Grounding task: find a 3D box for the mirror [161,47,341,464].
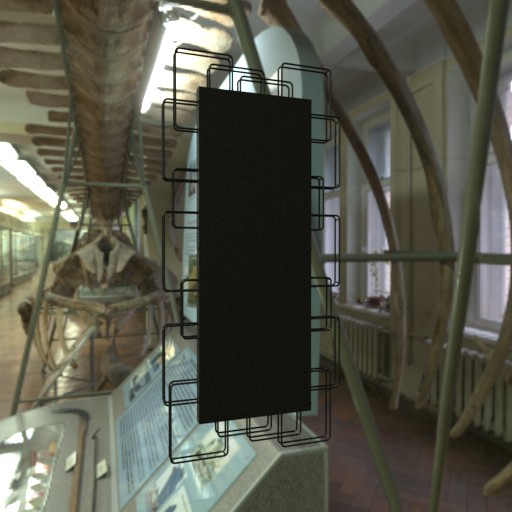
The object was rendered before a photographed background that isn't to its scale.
[{"bbox_3d":[0.000,0.000,1.358,0.565,1.192,0.037,0,1,-19],"label":"mirror"}]
